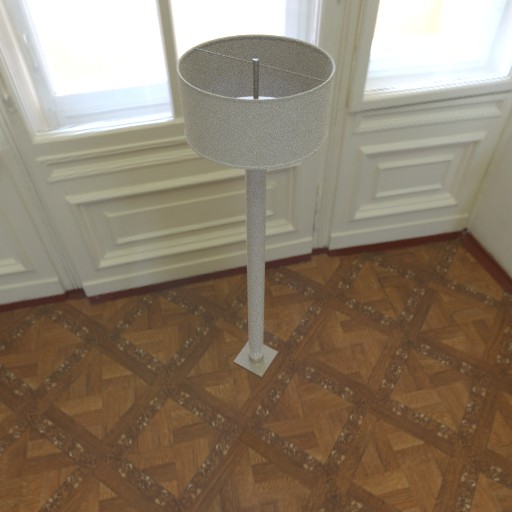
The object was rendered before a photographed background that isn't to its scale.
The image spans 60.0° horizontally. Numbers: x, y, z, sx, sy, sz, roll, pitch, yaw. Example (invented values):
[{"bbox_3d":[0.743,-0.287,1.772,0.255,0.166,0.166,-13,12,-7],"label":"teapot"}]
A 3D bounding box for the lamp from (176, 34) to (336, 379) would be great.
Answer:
[{"bbox_3d":[0.000,0.000,1.692,0.420,1.475,0.420,23,50,21],"label":"lamp"}]
